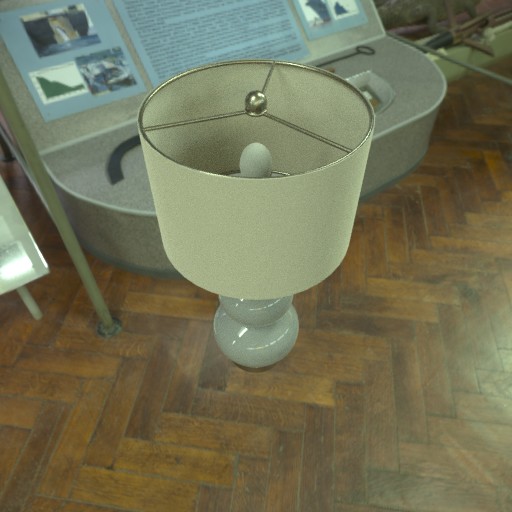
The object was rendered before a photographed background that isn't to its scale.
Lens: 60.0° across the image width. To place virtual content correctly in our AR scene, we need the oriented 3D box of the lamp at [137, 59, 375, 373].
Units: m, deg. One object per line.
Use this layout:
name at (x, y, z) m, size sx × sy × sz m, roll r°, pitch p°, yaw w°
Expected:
lamp at (0.000, 0.000, 0.940) m, size 0.367 × 0.730 × 0.367 m, roll 17°, pitch 49°, yaw 15°
